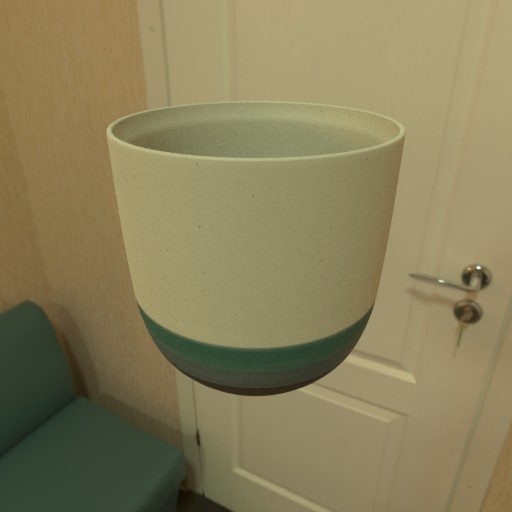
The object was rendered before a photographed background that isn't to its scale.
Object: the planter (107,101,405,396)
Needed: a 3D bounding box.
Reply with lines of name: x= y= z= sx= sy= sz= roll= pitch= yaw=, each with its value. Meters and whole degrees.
planter: x=0.000 y=0.000 z=0.363 sx=0.204 sy=0.214 sz=0.204 roll=0 pitch=27 yaw=0
